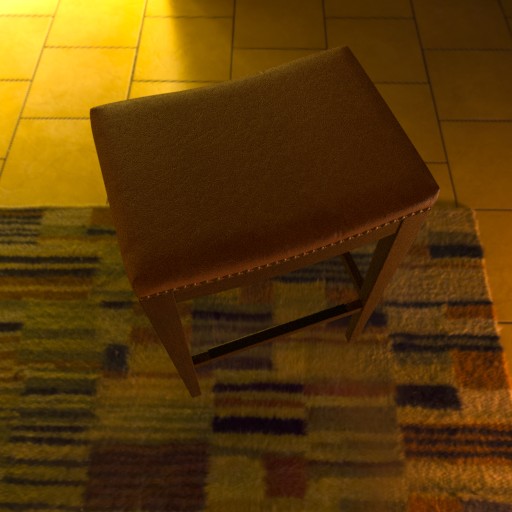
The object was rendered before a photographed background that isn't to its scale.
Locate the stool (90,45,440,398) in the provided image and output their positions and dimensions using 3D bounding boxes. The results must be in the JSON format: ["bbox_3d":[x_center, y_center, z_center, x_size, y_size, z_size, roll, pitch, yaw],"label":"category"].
[{"bbox_3d":[0.000,0.000,1.008,0.500,0.759,0.361,-17,65,-9],"label":"stool"}]
